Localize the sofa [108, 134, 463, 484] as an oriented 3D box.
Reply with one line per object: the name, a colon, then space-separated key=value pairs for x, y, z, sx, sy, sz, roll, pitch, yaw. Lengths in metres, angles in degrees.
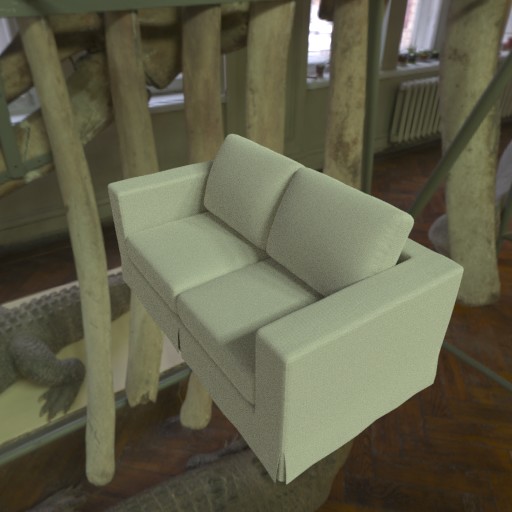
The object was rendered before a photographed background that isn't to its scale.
sofa: x=0.000 y=0.000 z=2.419 sx=1.009 sy=0.932 sz=1.813 roll=-20 pitch=37 yaw=-29
